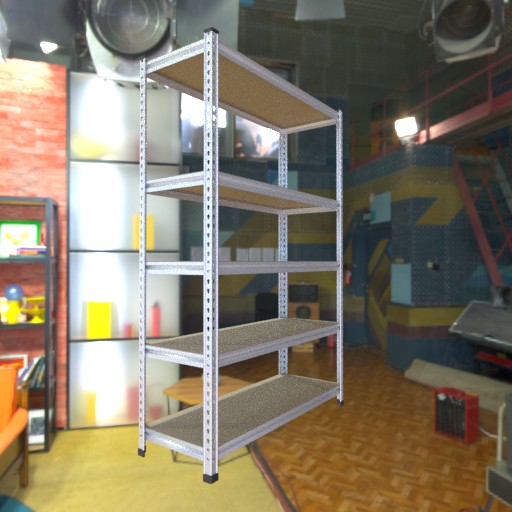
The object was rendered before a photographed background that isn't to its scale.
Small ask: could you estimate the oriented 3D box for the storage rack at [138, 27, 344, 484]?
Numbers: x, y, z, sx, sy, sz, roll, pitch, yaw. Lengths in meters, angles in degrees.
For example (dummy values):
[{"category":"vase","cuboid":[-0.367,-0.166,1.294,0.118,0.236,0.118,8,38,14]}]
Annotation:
[{"category":"storage rack","cuboid":[0.000,0.000,2.394,0.457,1.829,1.219,-1,-1,36]}]
